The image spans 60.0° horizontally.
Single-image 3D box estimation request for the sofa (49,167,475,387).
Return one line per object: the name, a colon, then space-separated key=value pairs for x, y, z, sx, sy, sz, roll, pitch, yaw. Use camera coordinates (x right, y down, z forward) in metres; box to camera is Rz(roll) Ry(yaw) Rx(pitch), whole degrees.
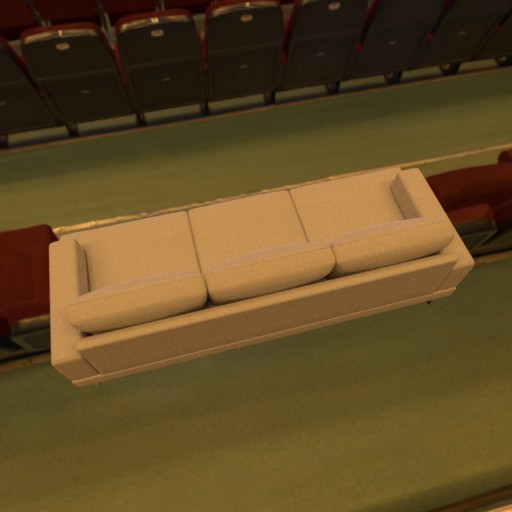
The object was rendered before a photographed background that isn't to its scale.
sofa: x=0.000 y=0.000 z=2.673 sx=2.310 sy=0.810 sz=0.920 roll=-13 pitch=60 yaw=-7
